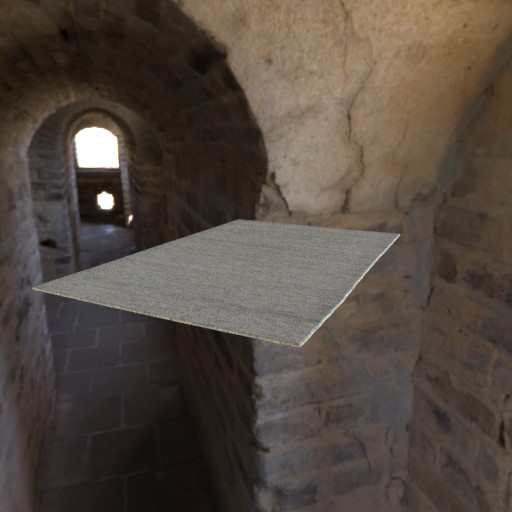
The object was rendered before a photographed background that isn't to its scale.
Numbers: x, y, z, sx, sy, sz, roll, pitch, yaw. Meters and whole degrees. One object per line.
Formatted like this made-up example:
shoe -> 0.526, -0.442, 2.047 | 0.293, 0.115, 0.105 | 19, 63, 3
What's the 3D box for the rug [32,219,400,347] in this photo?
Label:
rug -> 0.000, 0.000, 2.975 | 1.523, 0.017, 2.263 | 7, 17, 26
